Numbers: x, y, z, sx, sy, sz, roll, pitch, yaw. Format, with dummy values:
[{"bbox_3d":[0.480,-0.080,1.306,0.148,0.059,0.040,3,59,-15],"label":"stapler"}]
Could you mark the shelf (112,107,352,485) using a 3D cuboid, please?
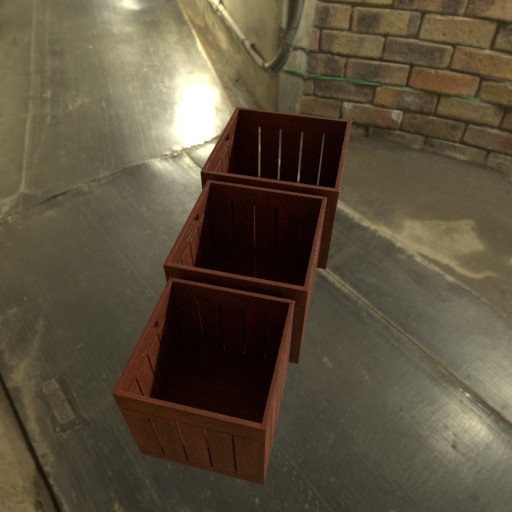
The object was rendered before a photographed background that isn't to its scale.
[{"bbox_3d":[0.000,0.000,1.245,0.393,0.311,1.064,10,47,9],"label":"shelf"}]
